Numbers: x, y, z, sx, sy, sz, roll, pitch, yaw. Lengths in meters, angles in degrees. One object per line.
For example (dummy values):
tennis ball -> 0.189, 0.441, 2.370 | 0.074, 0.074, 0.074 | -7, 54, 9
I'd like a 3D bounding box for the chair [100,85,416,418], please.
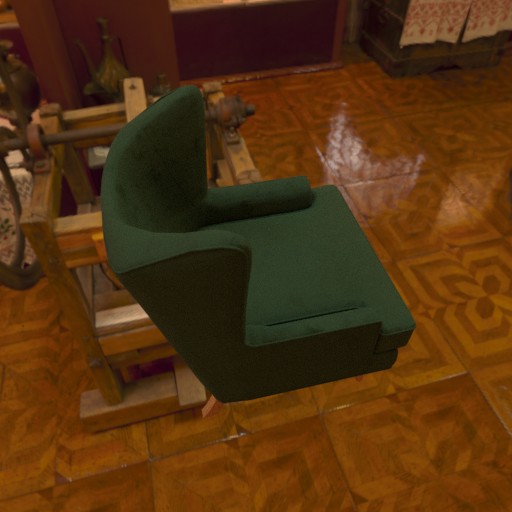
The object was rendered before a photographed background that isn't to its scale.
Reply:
chair -> 0.000, 0.000, 1.587 | 0.910, 0.952, 0.793 | -10, 48, -9
